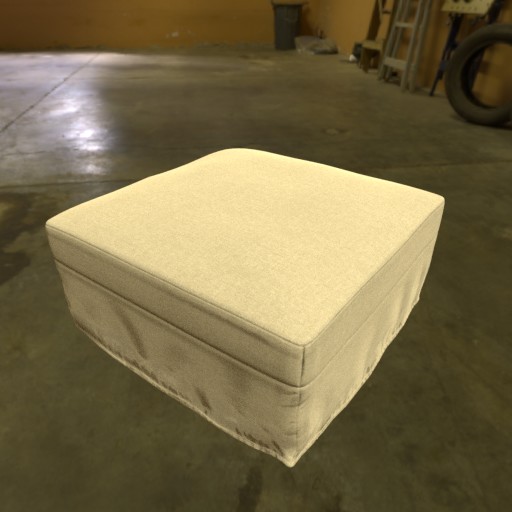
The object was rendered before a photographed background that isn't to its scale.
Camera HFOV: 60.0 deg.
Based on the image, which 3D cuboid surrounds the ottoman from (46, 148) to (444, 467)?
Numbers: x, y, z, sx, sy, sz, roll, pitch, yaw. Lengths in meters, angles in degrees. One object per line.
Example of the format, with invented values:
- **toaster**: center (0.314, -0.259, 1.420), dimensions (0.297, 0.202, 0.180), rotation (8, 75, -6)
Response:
- **ottoman**: center (0.000, 0.000, 1.337), dimensions (0.840, 0.436, 0.843), rotation (21, 36, 31)
